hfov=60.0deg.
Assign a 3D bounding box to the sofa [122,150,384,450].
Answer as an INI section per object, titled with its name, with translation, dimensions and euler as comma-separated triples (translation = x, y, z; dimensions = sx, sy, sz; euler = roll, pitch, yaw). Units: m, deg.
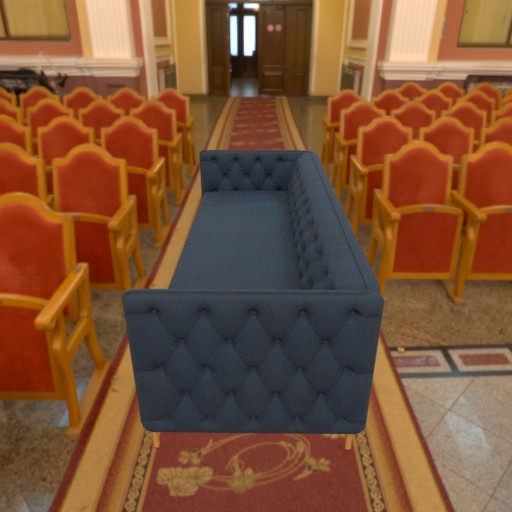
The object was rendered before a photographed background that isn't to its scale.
[sofa]
translation = 0.000, 0.000, 2.593
dimensions = 0.895, 0.771, 2.209
euler = 0, 26, 1
